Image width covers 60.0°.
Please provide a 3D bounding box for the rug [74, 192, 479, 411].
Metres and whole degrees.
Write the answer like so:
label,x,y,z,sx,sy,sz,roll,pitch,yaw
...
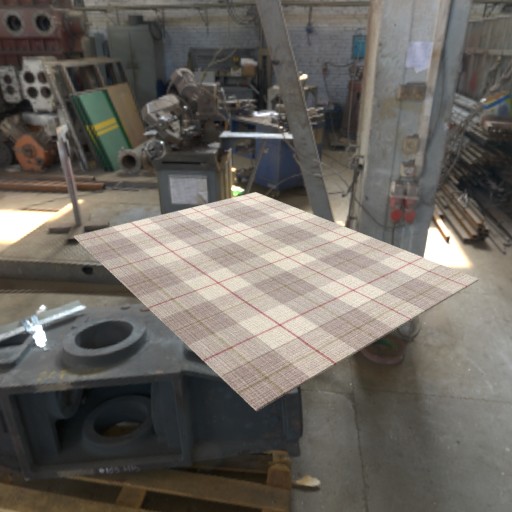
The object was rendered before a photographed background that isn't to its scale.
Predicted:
label,x,y,z,sx,sy,sz,roll,pitch,yaw
rug,0.000,0.000,4.033,2.317,0.016,2.959,-19,32,-34
